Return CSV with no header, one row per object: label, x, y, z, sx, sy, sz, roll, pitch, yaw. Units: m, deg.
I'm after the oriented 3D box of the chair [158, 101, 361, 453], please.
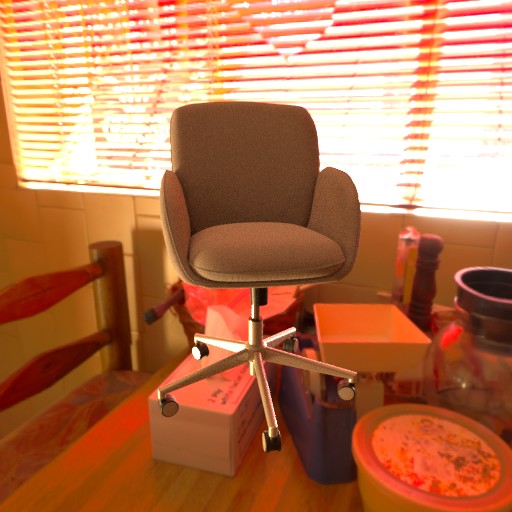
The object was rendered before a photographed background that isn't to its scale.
chair,0.000,0.000,1.392,0.648,0.959,0.654,-2,16,-8
